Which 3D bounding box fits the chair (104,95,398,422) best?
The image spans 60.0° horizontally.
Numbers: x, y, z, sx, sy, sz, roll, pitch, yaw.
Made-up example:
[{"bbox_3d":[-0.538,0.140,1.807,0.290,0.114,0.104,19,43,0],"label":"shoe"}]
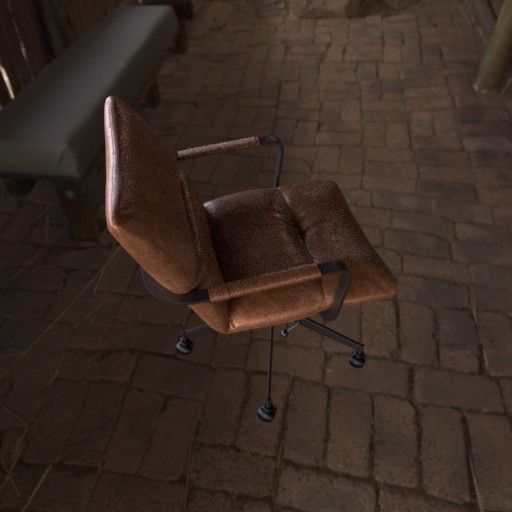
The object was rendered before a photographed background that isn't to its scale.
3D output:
[{"bbox_3d":[0.000,0.000,1.435,0.754,0.922,0.727,-10,47,-10],"label":"chair"}]
